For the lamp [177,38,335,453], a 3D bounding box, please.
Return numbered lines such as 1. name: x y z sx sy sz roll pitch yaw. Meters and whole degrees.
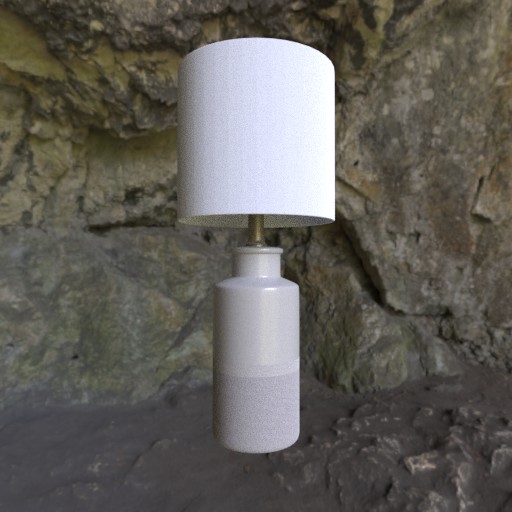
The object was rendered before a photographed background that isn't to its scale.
1. lamp: 0.000 0.000 0.605 0.212 0.493 0.212 0 -1 17
